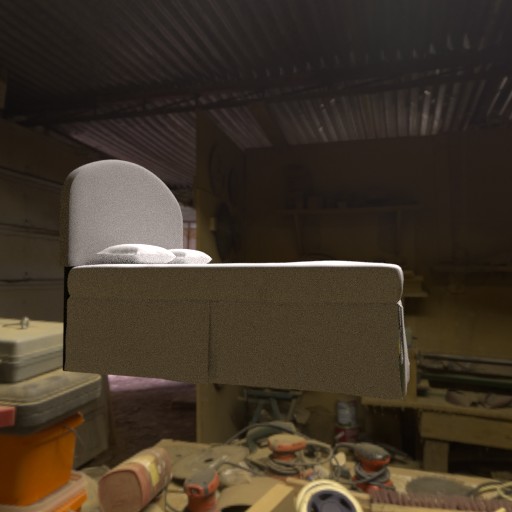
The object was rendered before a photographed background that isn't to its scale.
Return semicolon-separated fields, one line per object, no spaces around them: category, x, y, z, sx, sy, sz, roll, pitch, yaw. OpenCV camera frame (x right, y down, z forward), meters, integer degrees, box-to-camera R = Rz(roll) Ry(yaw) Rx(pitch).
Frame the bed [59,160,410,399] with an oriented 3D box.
bed;0.000;0.000;3.082;2.005;1.410;1.607;-1;-2;17
